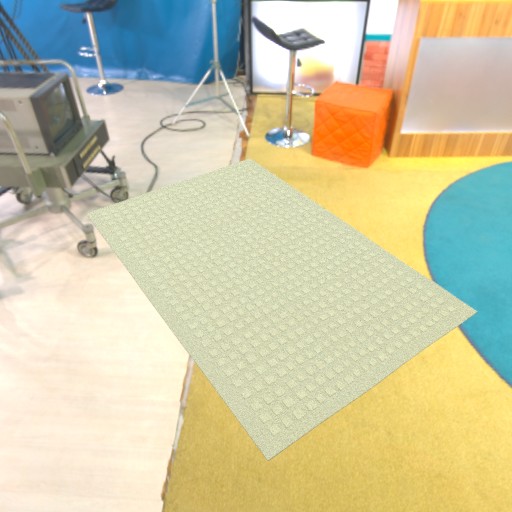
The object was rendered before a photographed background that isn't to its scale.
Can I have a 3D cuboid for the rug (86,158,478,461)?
[{"bbox_3d":[0.000,0.000,2.234,1.143,0.006,1.747,-24,46,-26],"label":"rug"}]
